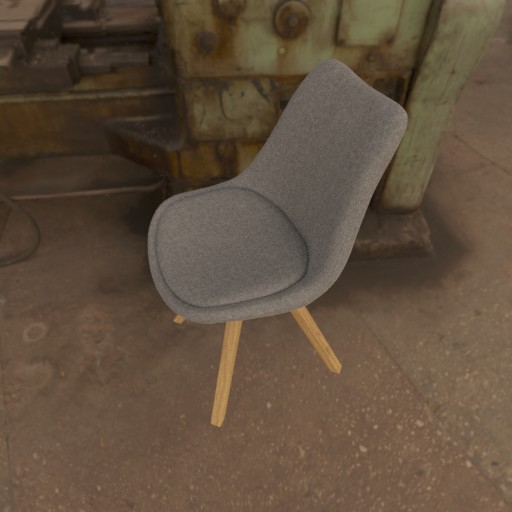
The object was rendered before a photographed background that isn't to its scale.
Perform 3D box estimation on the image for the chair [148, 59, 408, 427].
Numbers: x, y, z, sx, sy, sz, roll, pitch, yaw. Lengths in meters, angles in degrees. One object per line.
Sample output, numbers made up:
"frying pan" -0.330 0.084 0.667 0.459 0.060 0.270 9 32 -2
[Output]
"chair" 0.000 0.000 1.187 0.550 0.865 0.483 -17 49 -16
